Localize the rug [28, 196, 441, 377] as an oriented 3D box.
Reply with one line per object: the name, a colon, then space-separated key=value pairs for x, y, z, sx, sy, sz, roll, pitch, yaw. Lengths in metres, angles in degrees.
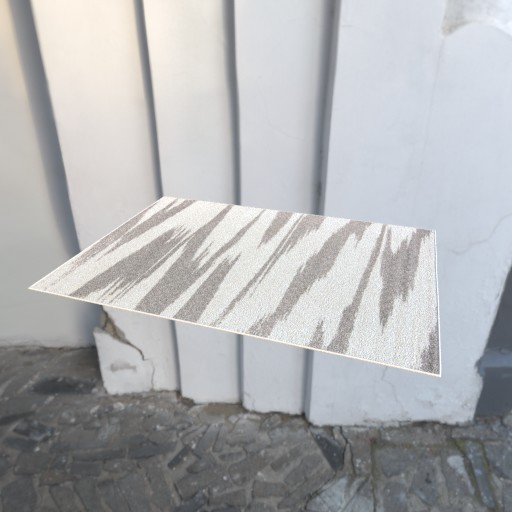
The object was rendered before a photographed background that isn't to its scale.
rug: x=0.000 y=0.000 z=2.776 sx=2.142 sy=0.010 sz=1.533 roll=9 pitch=29 yaw=16
